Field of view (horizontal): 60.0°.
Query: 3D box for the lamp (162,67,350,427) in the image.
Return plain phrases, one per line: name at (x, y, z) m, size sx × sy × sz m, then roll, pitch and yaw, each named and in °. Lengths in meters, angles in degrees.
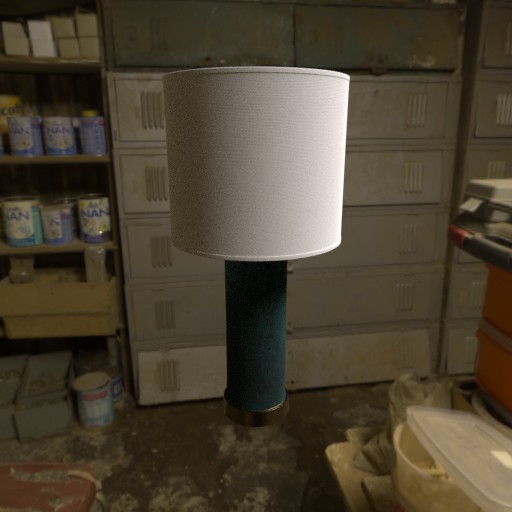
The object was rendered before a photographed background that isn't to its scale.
lamp at (0.000, 0.000, 0.809) m, size 0.301 × 0.630 × 0.301 m, roll -2°, pitch 16°, yaw -8°
